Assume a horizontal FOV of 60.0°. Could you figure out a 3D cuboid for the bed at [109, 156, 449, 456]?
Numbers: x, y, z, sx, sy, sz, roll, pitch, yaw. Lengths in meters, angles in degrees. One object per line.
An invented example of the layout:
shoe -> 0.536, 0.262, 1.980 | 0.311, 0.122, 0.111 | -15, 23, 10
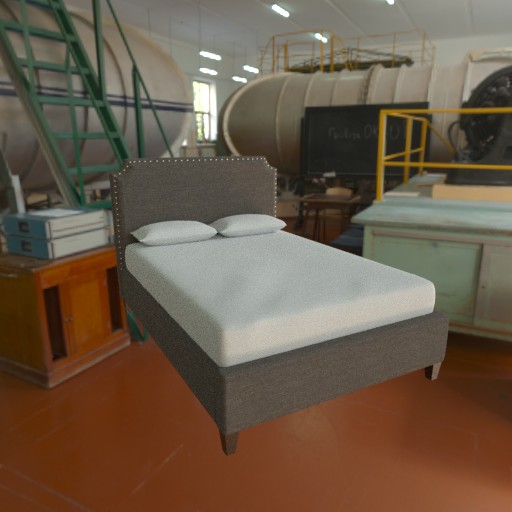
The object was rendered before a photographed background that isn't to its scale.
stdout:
bed -> 0.000, 0.000, 3.526 | 1.713, 1.457, 2.381 | -8, 17, -28
